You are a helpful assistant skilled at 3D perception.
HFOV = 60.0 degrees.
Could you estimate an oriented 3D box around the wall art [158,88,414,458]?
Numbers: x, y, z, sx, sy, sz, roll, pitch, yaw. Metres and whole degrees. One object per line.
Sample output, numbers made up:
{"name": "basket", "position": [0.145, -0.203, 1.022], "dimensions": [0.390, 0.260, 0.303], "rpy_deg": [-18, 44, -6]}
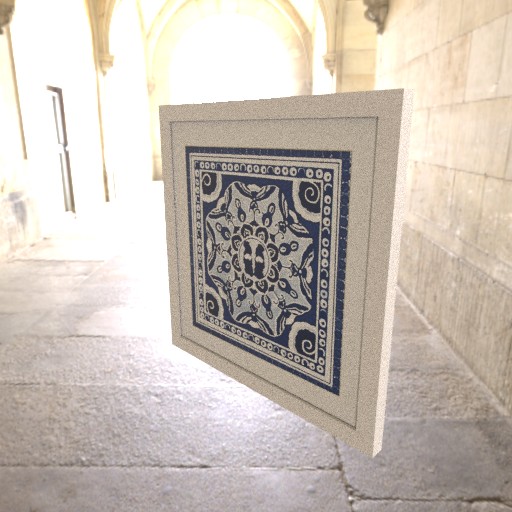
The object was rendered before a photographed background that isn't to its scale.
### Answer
{"name": "wall art", "position": [0.000, 0.000, 0.837], "dimensions": [0.028, 0.559, 0.559], "rpy_deg": [-15, 22, -43]}
